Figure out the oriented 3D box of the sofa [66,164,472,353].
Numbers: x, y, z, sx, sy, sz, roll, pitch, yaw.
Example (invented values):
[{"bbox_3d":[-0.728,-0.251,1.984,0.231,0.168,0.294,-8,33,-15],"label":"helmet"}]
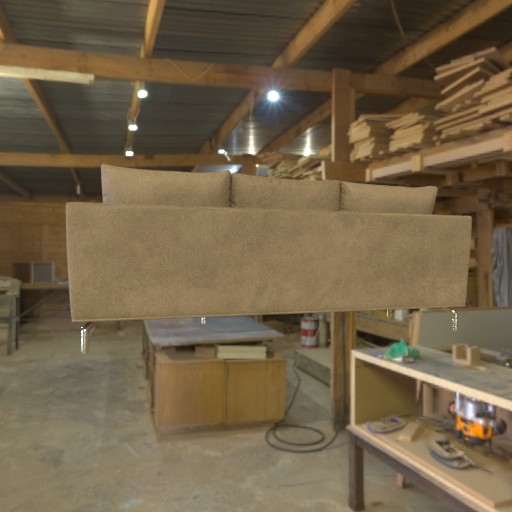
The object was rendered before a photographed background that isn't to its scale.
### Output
[{"bbox_3d":[0.000,0.000,3.266,2.438,0.987,1.622,0,0,-18],"label":"sofa"}]
